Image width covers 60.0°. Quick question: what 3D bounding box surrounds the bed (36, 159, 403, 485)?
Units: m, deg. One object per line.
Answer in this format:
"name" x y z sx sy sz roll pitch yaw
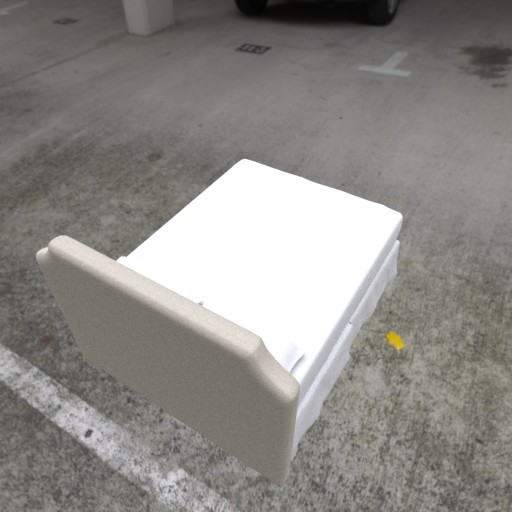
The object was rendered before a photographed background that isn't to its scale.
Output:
"bed" 0.000 0.000 3.153 1.693 1.290 2.116 24 50 22
